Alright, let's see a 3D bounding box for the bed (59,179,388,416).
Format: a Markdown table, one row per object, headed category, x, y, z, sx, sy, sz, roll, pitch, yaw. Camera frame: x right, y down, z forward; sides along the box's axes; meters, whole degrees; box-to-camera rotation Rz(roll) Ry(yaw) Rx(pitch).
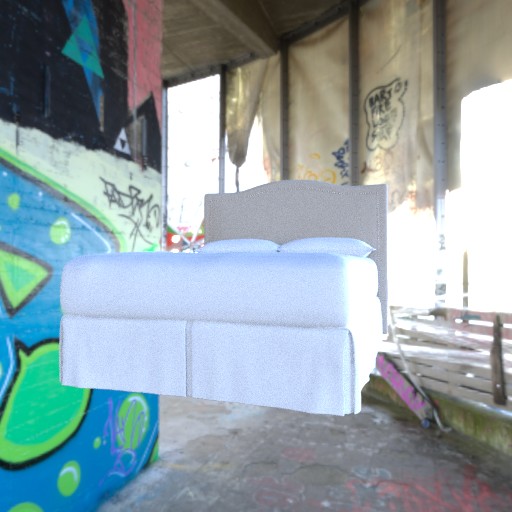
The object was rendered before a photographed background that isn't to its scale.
| category | x | y | z | sx | sy | sz | roll | pitch | yaw |
| --- | --- | --- | --- | --- | --- | --- | --- | --- | --- |
| bed | 0.000 | 0.000 | 3.059 | 1.678 | 1.398 | 2.052 | 0 | -1 | 19 |
